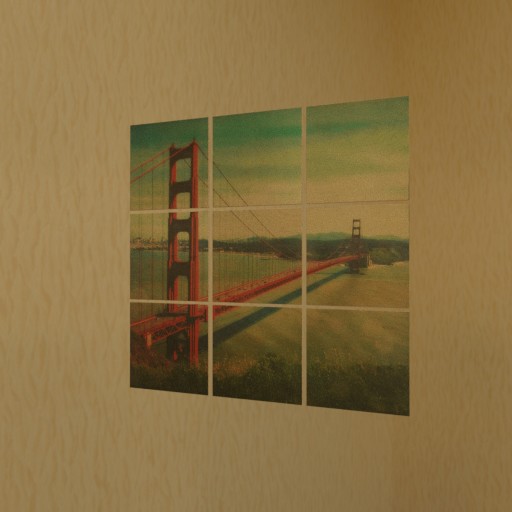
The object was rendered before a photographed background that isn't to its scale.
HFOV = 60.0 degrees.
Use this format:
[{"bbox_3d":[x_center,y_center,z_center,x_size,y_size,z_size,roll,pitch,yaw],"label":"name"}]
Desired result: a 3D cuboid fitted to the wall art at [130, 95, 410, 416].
[{"bbox_3d":[0.000,0.000,2.322,1.519,1.507,0.014,0,0,18],"label":"wall art"}]
